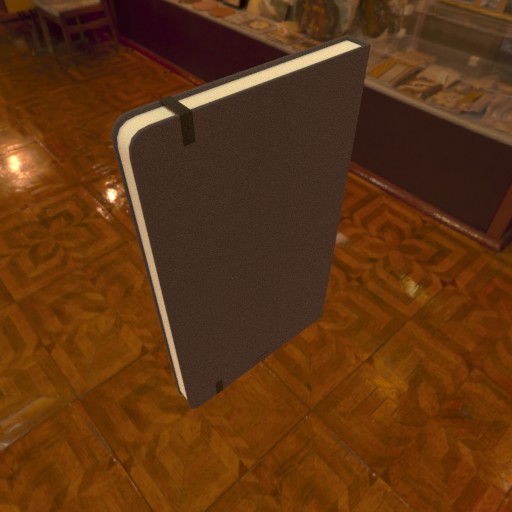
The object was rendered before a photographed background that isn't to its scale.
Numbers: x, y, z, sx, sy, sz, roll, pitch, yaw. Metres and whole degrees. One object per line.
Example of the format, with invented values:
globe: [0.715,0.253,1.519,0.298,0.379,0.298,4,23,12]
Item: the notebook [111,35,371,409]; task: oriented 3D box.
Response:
notebook: [0.000,0.000,0.258,0.127,0.213,0.016,-31,53,-26]
